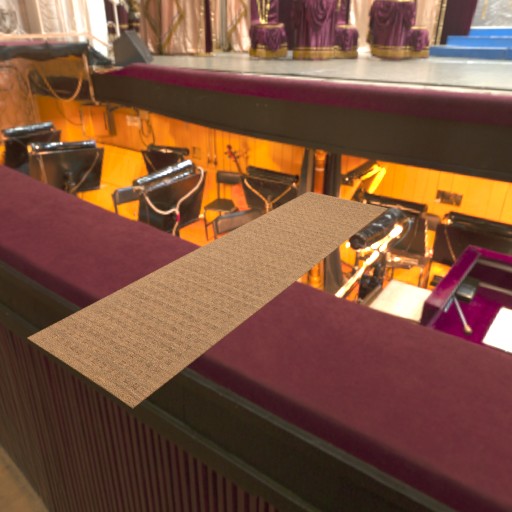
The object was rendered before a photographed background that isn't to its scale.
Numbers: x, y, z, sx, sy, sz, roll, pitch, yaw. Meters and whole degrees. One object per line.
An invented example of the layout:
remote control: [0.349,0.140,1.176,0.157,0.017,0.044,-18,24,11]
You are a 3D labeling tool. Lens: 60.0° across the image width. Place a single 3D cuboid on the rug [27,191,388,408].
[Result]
rug: [0.000,0.000,2.621,0.688,0.005,2.437,18,32,31]
